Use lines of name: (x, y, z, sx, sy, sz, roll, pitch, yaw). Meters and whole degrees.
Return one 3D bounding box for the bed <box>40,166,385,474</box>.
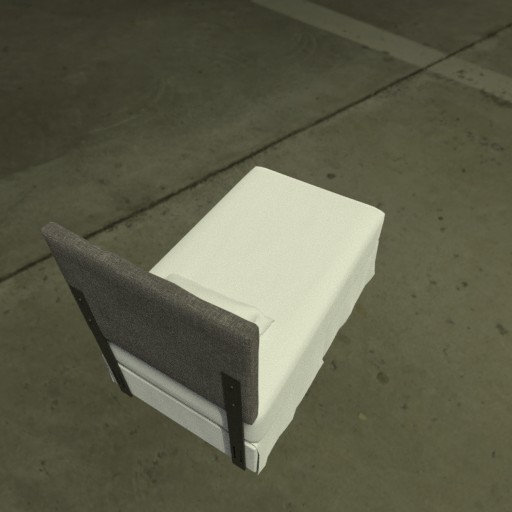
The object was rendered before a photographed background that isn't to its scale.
bed: (0.000, 0.000, 2.960, 1.261, 1.571, 1.997, 24, 52, 20)
